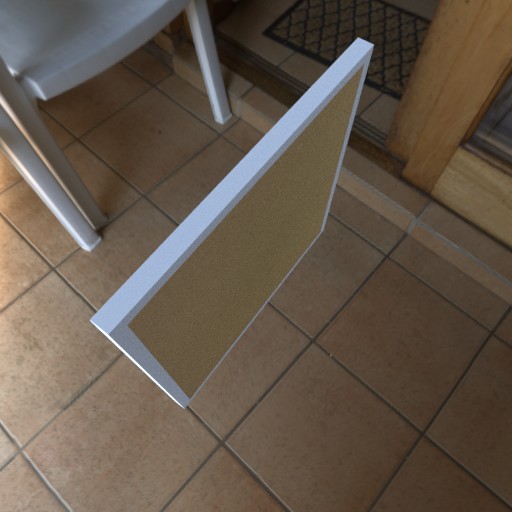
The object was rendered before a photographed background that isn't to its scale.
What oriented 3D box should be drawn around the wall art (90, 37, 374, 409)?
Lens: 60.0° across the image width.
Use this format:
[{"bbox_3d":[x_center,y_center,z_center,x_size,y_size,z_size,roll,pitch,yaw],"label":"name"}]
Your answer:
[{"bbox_3d":[0.000,0.000,1.119,0.038,0.761,0.763,34,68,15],"label":"wall art"}]
